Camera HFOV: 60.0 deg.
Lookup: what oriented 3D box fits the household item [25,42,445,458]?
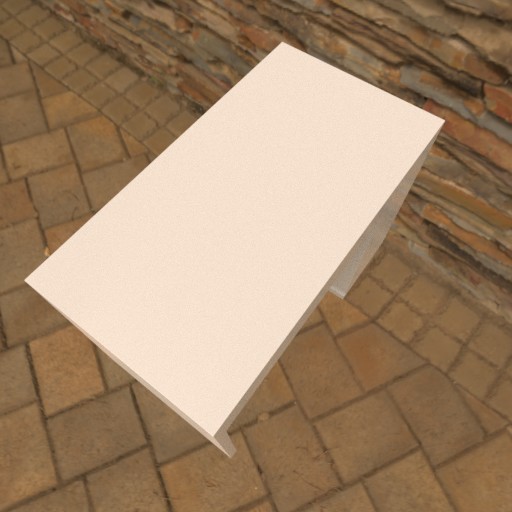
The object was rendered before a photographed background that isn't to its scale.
[{"bbox_3d":[0.000,0.000,1.538,0.597,0.749,1.100,33,67,16],"label":"household item"}]
